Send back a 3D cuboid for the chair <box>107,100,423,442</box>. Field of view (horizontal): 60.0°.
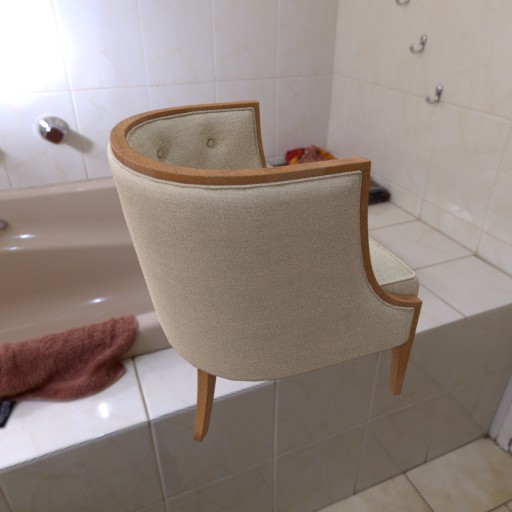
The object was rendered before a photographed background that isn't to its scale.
[{"bbox_3d":[0.000,0.000,1.353,0.757,0.775,0.711,-11,32,-18],"label":"chair"}]
